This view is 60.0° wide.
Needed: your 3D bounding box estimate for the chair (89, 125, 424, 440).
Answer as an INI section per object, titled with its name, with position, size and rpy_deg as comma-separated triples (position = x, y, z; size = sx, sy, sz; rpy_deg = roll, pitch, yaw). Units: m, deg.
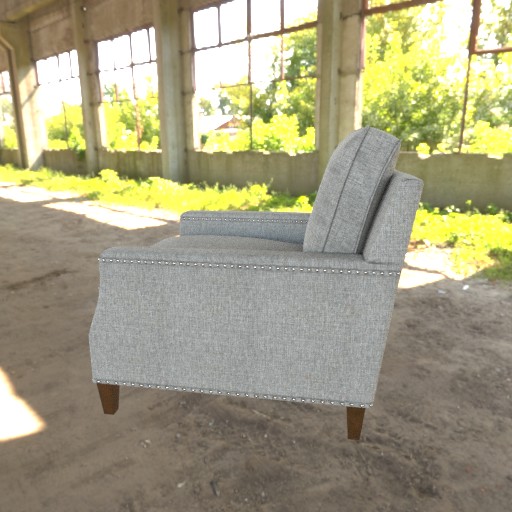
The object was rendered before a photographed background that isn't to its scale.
[chair]
position = 0.000, 0.000, 1.696
size = 1.014, 0.943, 0.853
rpy_deg = 2, 15, 9
